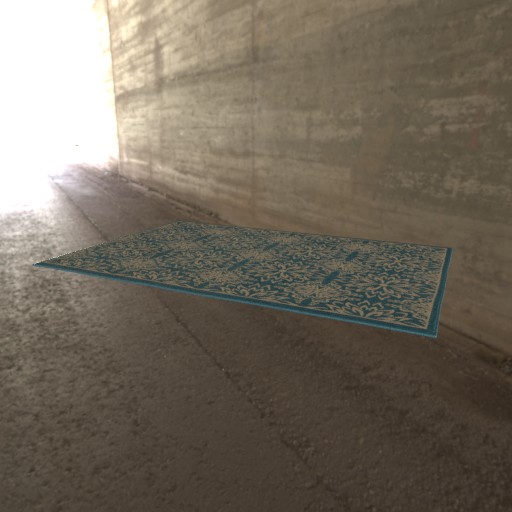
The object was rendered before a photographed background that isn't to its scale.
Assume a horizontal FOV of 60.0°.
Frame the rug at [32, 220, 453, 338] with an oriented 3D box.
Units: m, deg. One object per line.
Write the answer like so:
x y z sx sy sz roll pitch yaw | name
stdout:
0.000 0.000 2.300 1.833 0.012 1.211 7 17 24 | rug
